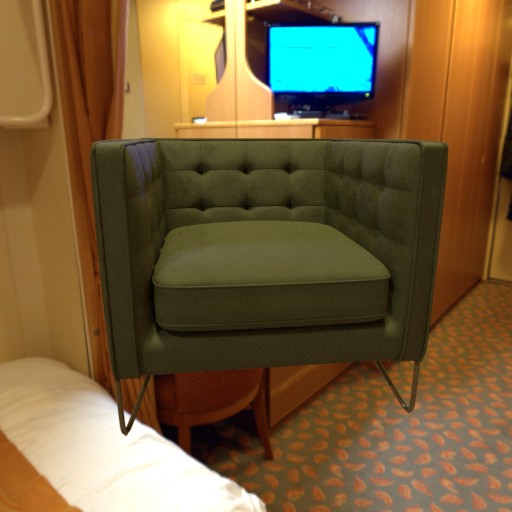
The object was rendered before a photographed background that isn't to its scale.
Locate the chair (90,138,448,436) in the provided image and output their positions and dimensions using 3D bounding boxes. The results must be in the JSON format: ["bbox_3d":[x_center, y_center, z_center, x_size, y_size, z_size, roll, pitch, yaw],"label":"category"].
[{"bbox_3d":[0.000,0.000,1.539,0.880,0.790,0.894,-2,15,-7],"label":"chair"}]
